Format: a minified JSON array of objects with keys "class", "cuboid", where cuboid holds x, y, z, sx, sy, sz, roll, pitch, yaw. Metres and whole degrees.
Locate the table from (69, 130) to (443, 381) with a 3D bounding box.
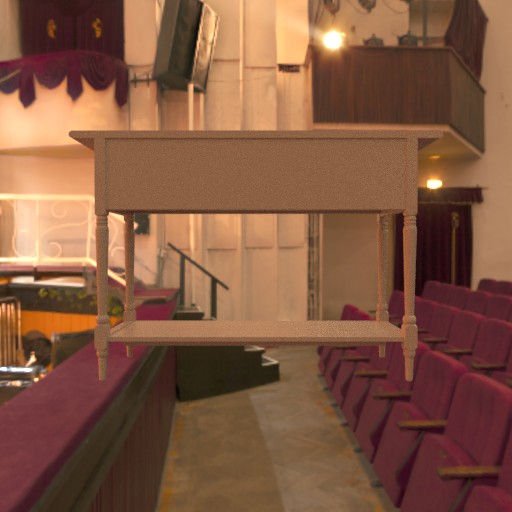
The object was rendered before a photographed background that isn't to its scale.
[{"class":"table","cuboid":[0.000,0.000,1.612,1.197,0.808,0.384,0,1,0]}]
